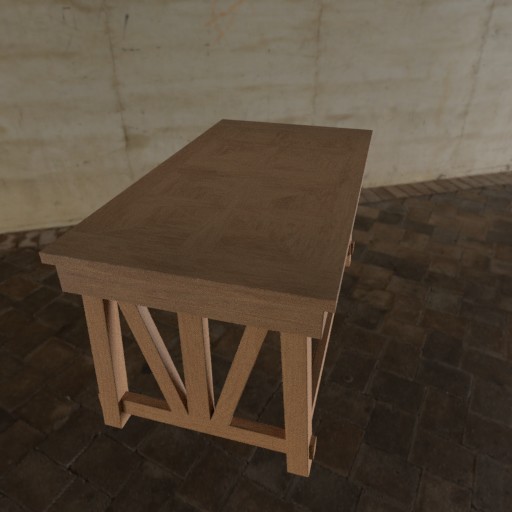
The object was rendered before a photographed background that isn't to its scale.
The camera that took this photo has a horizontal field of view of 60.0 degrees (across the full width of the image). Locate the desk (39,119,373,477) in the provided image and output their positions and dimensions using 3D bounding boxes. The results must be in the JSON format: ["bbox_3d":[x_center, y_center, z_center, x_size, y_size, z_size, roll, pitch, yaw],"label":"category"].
[{"bbox_3d":[0.000,0.000,1.934,0.813,0.762,1.499,8,32,14],"label":"desk"}]
